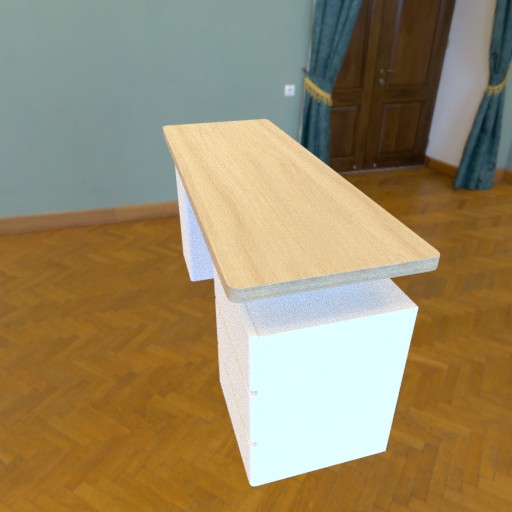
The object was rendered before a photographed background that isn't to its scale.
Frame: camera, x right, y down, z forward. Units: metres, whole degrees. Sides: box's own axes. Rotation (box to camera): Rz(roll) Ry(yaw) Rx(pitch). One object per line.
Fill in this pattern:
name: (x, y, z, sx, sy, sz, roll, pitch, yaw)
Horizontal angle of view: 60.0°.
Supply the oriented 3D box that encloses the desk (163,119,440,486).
desk: (0.000, 0.000, 1.851, 0.550, 0.755, 1.500, -8, 31, -14)
